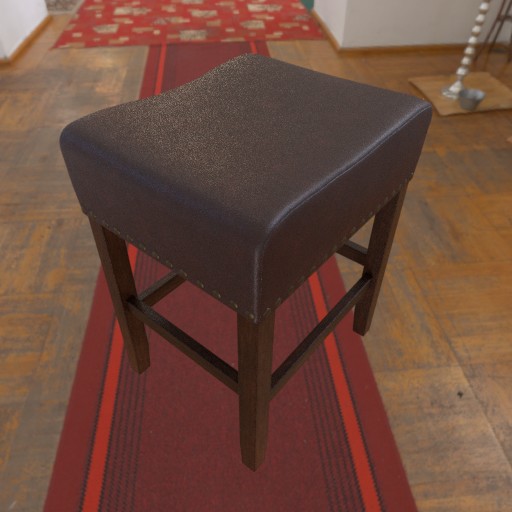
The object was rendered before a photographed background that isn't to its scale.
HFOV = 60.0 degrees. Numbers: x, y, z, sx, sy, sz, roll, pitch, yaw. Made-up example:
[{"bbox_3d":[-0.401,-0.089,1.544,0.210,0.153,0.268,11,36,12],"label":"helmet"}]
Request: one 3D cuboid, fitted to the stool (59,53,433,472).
[{"bbox_3d":[0.000,0.000,0.884,0.397,0.608,0.465,29,49,28],"label":"stool"}]
